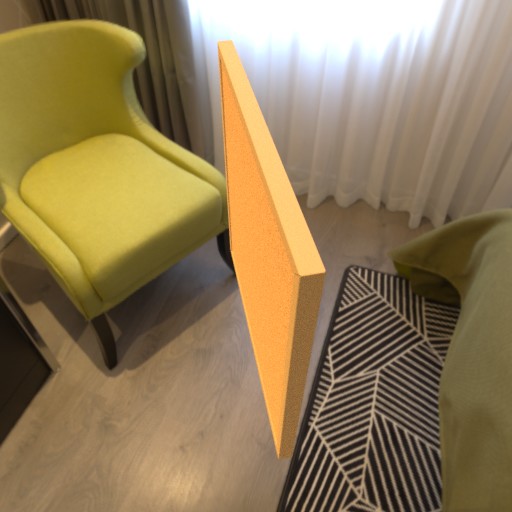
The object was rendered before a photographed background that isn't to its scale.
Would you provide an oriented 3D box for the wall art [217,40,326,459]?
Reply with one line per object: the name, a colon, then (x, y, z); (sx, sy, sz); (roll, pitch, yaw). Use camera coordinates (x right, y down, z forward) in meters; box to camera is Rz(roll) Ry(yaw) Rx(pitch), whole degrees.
wall art: (0.000, 0.000, 1.128); (0.037, 0.761, 0.761); (-9, 49, -8)
